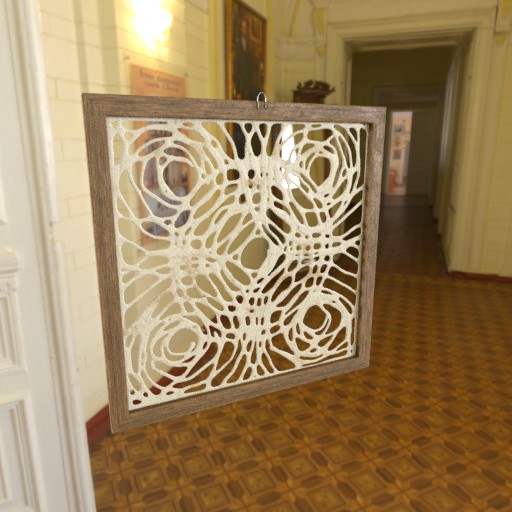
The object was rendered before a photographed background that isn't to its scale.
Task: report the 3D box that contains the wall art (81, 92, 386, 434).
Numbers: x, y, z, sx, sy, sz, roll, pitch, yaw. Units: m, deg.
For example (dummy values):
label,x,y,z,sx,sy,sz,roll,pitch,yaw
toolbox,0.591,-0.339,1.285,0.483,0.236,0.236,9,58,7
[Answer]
label,x,y,z,sx,sy,sz,roll,pitch,yaw
wall art,0.000,0.000,0.826,0.561,0.576,0.021,-7,15,-25
